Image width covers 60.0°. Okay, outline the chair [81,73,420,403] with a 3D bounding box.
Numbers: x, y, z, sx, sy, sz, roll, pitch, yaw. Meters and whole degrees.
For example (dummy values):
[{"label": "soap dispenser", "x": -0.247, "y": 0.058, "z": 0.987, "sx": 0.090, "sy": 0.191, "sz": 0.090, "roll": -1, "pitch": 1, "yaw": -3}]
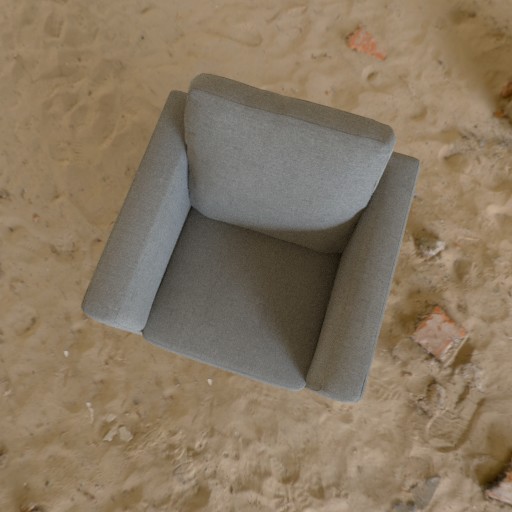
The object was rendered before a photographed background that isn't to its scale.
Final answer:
[{"label": "chair", "x": 0.000, "y": 0.000, "z": 1.550, "sx": 0.855, "sy": 0.927, "sz": 0.800, "roll": 17, "pitch": 76, "yaw": 5}]
